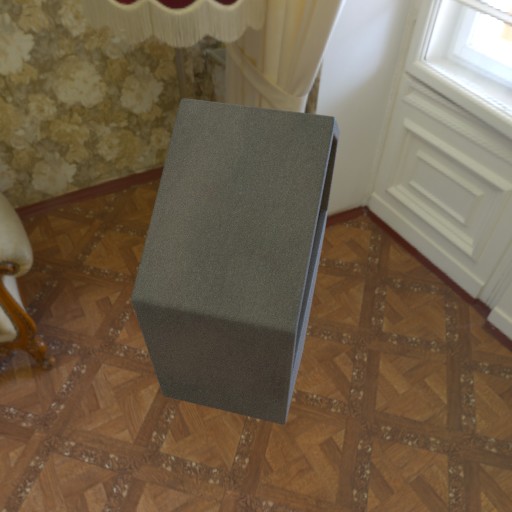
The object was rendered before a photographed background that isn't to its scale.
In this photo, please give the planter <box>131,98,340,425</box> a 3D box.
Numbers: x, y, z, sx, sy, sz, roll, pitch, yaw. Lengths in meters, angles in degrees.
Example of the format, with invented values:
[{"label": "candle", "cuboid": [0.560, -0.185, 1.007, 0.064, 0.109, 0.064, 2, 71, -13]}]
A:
[{"label": "planter", "cuboid": [0.000, 0.000, 0.287, 0.077, 0.206, 0.169, 10, 47, 9]}]
